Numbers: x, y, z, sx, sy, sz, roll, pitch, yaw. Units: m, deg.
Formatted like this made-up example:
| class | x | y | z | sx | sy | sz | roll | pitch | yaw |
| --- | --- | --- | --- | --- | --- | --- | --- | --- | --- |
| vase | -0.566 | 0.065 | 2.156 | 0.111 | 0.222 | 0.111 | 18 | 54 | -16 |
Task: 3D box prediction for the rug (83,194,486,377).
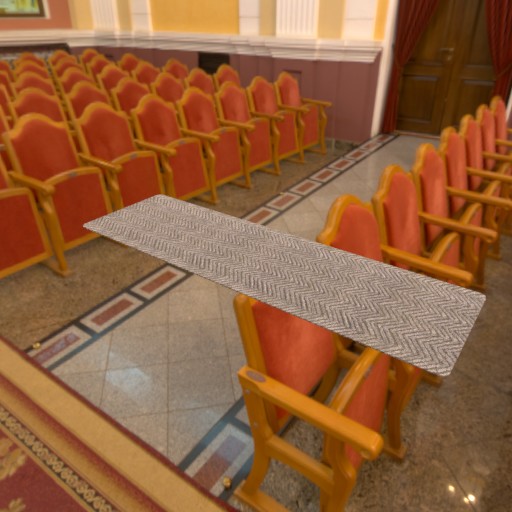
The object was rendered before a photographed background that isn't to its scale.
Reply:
| class | x | y | z | sx | sy | sz | roll | pitch | yaw |
| --- | --- | --- | --- | --- | --- | --- | --- | --- | --- |
| rug | 0.000 | 0.000 | 2.503 | 2.286 | 0.008 | 0.686 | 20 | 35 | 31 |
